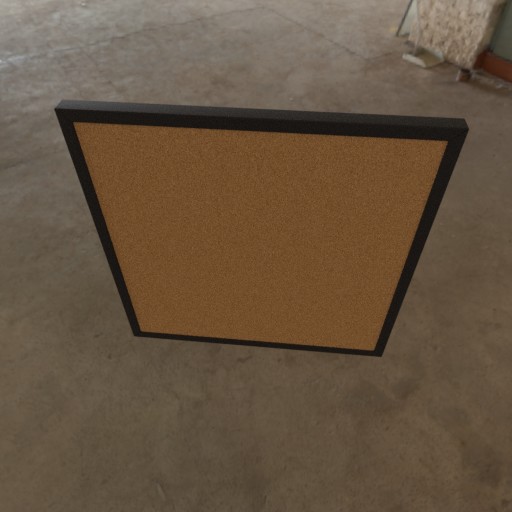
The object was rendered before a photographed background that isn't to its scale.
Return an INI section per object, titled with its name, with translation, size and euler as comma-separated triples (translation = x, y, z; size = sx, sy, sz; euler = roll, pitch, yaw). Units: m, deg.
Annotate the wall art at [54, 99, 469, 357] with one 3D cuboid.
[wall art]
translation = 0.000, 0.000, 1.096
size = 0.763, 0.763, 0.037
euler = 4, 46, 4
